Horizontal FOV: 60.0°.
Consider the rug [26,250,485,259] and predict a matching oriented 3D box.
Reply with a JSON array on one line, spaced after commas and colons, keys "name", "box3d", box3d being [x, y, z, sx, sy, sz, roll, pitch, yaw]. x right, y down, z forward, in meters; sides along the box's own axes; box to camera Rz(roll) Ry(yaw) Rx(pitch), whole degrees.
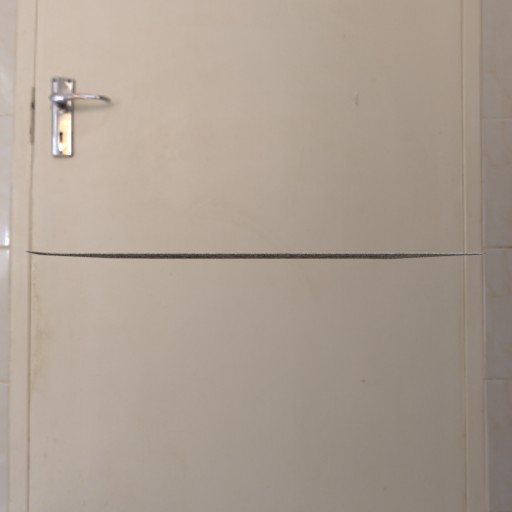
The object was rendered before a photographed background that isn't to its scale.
[{"name": "rug", "box3d": [0.000, 0.000, 2.352, 1.828, 0.019, 1.209, 0, -1, 1]}]
